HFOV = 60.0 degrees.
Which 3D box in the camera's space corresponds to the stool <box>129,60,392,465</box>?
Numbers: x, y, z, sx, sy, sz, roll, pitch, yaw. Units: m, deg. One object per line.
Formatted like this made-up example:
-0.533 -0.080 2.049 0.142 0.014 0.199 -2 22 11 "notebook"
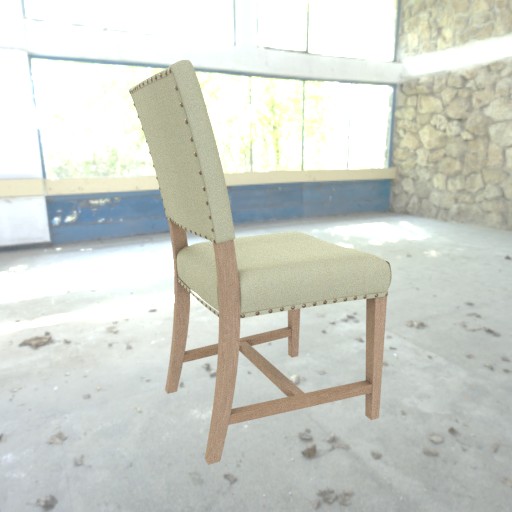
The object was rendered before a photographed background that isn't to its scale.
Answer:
0.000 0.000 1.334 0.623 0.986 0.508 -7 15 -26 "stool"
